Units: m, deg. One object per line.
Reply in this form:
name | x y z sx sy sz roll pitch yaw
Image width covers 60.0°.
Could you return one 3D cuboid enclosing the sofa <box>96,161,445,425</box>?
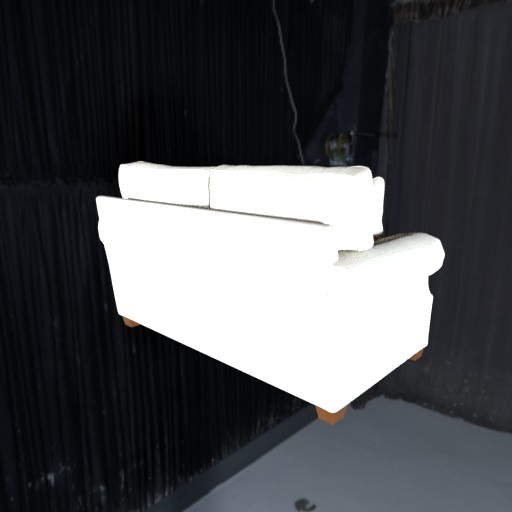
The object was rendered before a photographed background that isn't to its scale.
sofa | 0.000 0.000 2.338 1.701 0.966 0.966 12 18 42
